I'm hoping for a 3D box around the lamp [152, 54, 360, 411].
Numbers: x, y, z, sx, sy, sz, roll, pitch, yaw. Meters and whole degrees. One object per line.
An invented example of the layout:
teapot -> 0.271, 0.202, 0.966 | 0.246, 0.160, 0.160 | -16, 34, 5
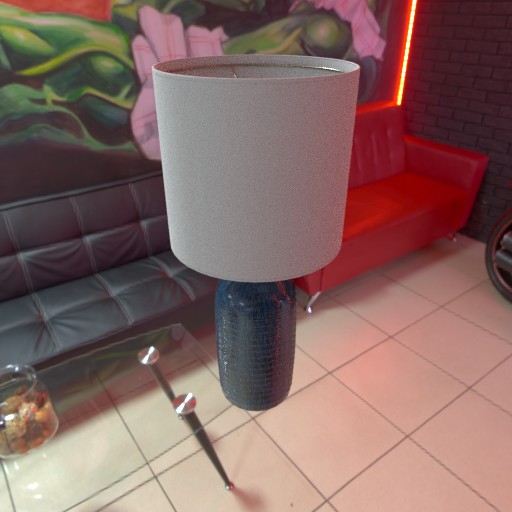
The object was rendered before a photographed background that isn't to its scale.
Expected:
lamp -> 0.000, 0.000, 0.595 | 0.220, 0.475, 0.220 | -2, 29, -3
